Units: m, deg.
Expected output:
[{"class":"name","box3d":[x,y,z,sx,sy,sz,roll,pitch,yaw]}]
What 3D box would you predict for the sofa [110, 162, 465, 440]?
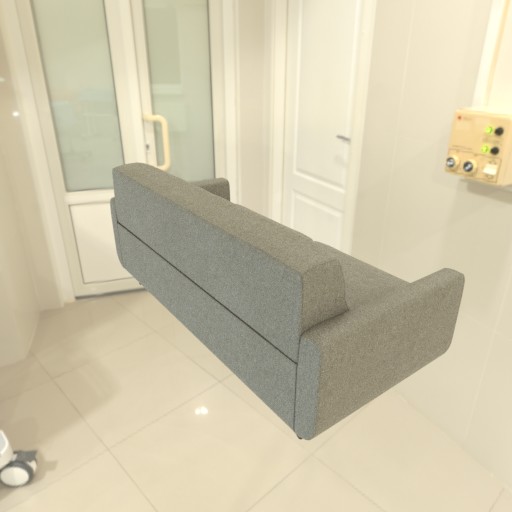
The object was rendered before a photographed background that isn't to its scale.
[{"class":"sofa","box3d":[0.000,0.000,2.579,0.968,0.873,2.055,-18,30,-32]}]
